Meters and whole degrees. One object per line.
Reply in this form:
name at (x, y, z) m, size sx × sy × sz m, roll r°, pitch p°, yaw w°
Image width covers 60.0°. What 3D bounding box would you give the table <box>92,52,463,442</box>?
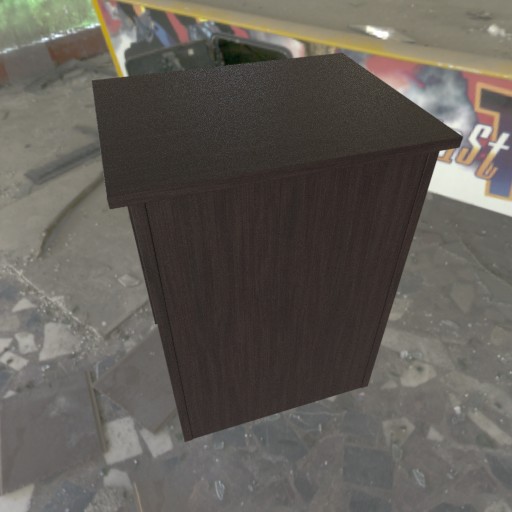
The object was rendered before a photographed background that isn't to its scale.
table at (0.000, 0.000, 0.904) m, size 0.480 × 0.635 × 0.381 m, roll -12°, pitch 43°, yaw -13°
